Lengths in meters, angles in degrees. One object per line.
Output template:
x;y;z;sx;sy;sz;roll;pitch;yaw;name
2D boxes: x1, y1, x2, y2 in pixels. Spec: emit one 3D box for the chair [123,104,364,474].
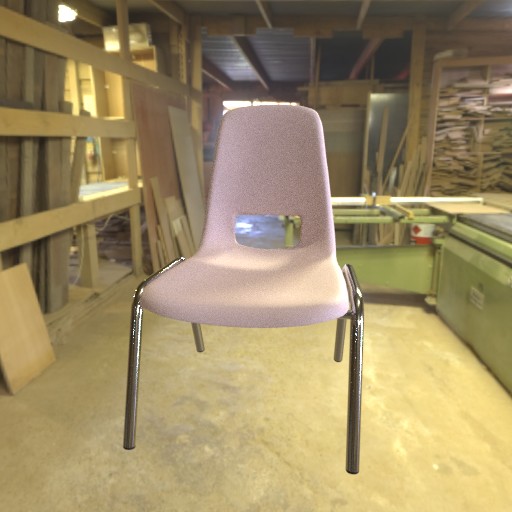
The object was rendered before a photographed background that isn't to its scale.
0.000;0.000;0.770;0.354;0.537;0.385;2;13;9;chair
